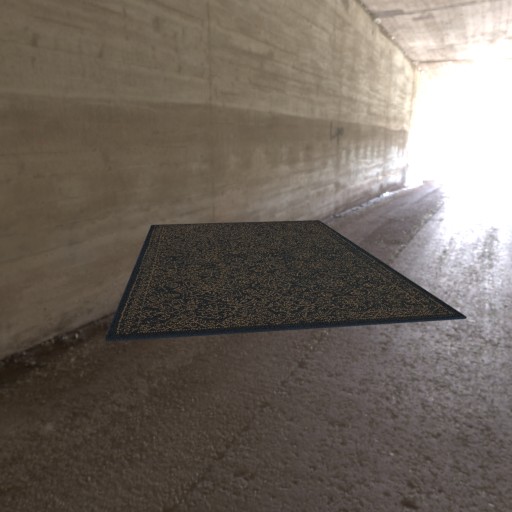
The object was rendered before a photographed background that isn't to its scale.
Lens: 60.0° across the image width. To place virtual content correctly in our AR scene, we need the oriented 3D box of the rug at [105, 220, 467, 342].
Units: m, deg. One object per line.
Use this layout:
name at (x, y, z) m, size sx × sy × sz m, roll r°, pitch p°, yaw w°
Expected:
rug at (0.000, 0.000, 2.327) m, size 1.219 × 0.010 × 1.829 m, roll -2°, pitch 15°, yaw -8°
